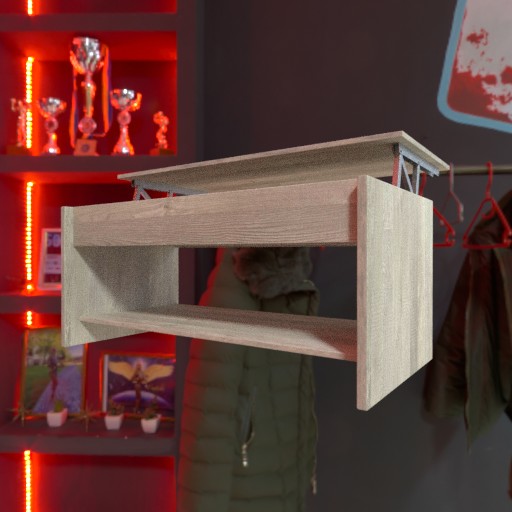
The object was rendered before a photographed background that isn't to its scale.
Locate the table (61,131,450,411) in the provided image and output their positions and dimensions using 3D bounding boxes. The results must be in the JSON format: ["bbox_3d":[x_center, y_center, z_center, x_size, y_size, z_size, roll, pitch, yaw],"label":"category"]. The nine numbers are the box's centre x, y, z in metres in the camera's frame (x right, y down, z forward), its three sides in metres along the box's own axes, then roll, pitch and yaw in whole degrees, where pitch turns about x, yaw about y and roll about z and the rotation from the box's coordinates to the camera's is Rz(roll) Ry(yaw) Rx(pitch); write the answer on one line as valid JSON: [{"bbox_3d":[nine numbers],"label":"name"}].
[{"bbox_3d":[0.000,0.000,1.400,1.000,0.570,0.712,0,1,35],"label":"table"}]
